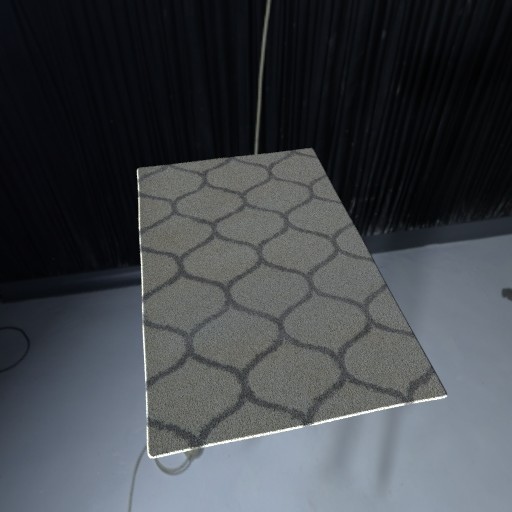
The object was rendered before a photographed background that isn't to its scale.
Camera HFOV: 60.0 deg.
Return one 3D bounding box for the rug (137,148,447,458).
[{"bbox_3d":[0.000,0.000,2.937,1.501,0.024,2.348,-8,46,-8],"label":"rug"}]
